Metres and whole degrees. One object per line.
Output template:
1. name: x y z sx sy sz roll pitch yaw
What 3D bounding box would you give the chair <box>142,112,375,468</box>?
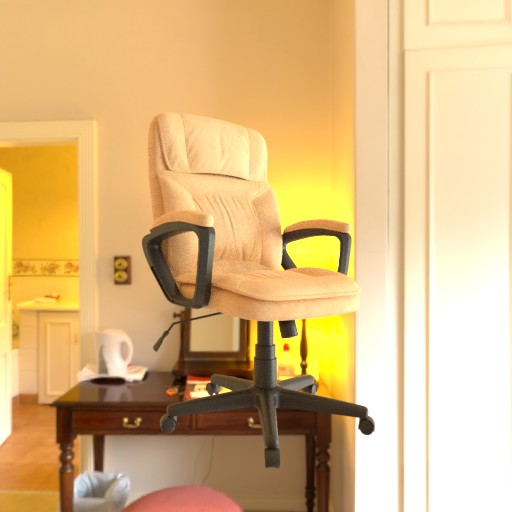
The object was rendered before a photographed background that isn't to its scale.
1. chair: 0.000 0.000 1.535 0.667 1.105 0.724 0 0 -36
